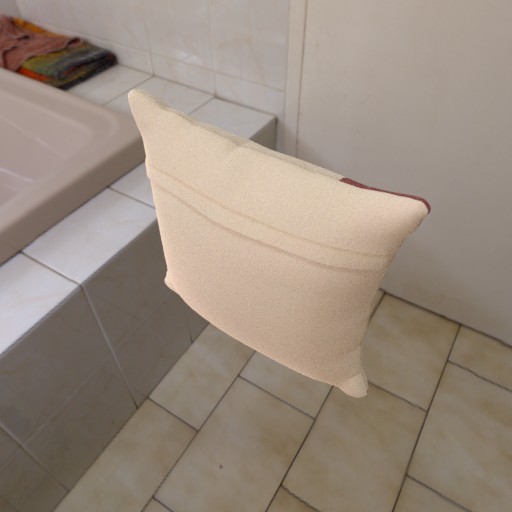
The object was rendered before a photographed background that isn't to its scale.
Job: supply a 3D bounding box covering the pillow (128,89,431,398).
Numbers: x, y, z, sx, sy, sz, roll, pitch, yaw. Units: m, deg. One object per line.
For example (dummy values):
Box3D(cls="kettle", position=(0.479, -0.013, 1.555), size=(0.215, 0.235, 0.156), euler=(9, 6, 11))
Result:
Box3D(cls="pillow", position=(0.000, 0.000, 0.813), size=(0.536, 0.506, 0.229), euler=(26, 52, 23))
